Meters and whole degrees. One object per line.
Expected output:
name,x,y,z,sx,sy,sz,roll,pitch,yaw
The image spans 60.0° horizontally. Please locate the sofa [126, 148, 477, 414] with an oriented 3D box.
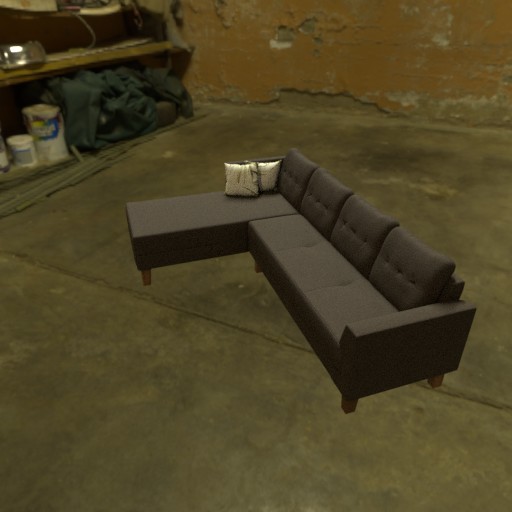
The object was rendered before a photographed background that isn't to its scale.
sofa,0.000,0.000,3.532,1.829,0.932,2.679,-10,32,-16
